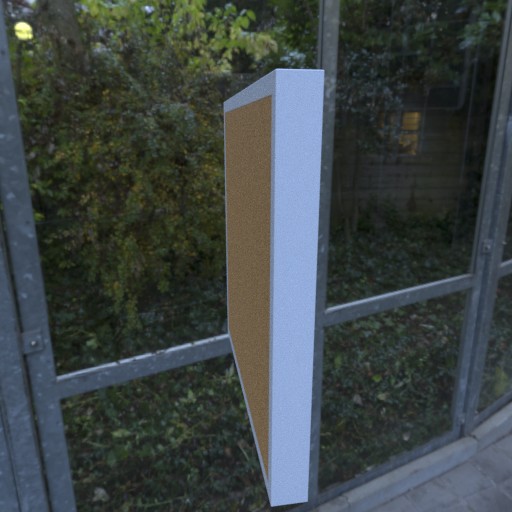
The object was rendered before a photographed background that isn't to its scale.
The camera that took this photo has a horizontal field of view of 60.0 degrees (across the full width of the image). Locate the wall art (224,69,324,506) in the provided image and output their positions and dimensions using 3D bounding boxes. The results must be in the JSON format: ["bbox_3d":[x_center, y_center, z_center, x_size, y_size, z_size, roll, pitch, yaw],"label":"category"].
[{"bbox_3d":[0.000,0.000,0.584,0.038,0.406,0.406,-3,16,-9],"label":"wall art"}]
